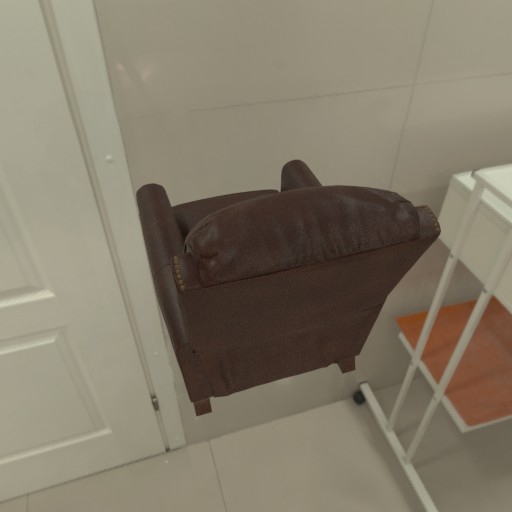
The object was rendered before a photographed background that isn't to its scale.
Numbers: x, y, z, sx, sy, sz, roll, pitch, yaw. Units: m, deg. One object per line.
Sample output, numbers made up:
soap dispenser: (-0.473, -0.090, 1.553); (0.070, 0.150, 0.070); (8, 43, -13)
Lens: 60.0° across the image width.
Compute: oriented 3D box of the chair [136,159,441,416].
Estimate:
chair: (0.000, 0.000, 1.772); (0.826, 1.022, 1.089); (-12, 42, -13)
